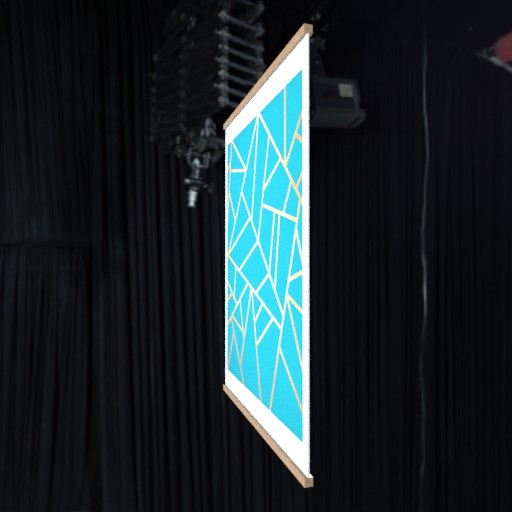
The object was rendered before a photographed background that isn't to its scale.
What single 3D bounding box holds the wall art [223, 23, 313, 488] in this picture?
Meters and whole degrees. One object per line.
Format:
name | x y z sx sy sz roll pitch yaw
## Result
wall art | 0.000 0.000 0.801 0.012 0.608 0.459 0 -1 -18
